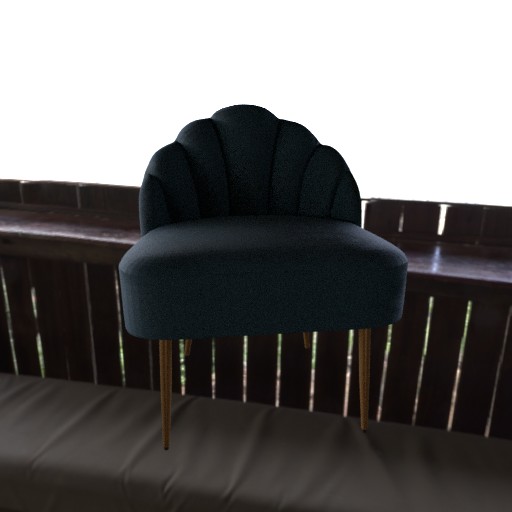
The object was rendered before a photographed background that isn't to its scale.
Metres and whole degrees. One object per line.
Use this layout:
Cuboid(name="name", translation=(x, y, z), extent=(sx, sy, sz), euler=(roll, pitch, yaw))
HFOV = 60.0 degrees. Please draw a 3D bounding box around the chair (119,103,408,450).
Cuboid(name="chair", translation=(0.000, 0.000, 1.214), extent=(0.657, 0.819, 0.599), euler=(-2, 16, -7))
